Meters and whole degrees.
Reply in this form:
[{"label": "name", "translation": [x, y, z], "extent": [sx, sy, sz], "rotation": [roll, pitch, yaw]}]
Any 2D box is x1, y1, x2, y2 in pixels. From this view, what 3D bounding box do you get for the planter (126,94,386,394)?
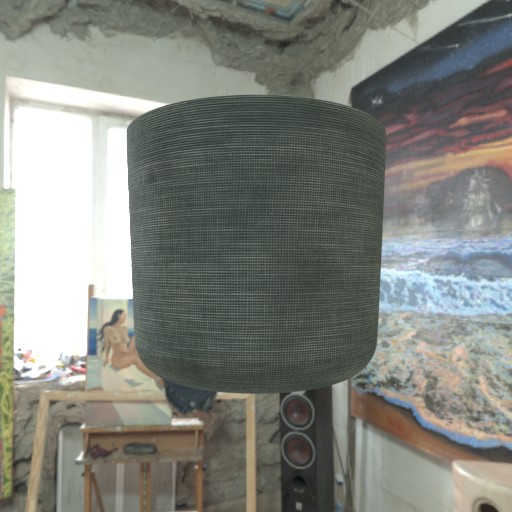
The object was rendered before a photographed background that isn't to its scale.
[{"label": "planter", "translation": [0.000, 0.000, 0.775], "extent": [0.440, 0.398, 0.440], "rotation": [0, -2, 0]}]
